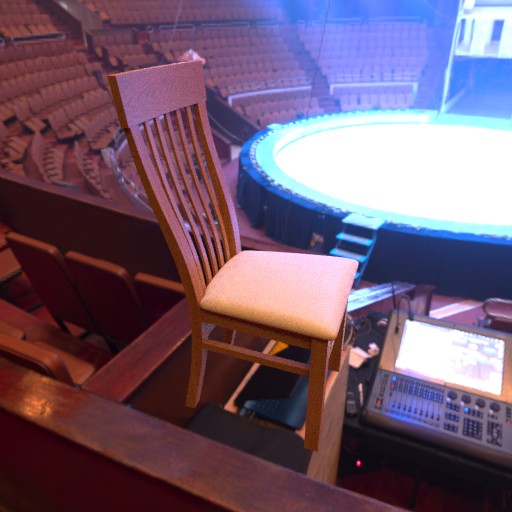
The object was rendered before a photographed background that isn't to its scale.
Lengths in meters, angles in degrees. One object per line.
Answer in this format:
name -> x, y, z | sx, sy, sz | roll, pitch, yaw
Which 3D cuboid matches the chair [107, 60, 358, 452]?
chair -> 0.000, 0.000, 1.350 | 0.580, 1.050, 0.450 | 9, 29, 17
